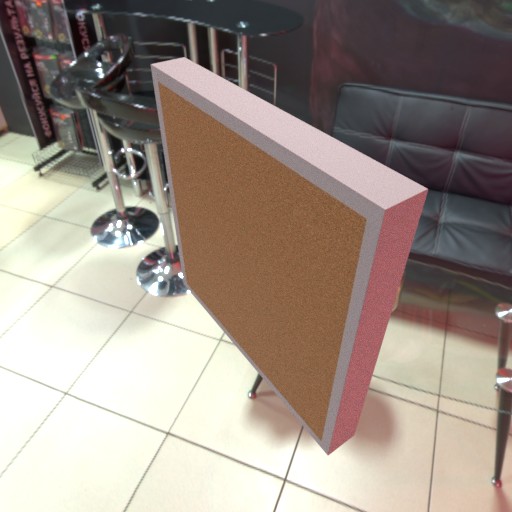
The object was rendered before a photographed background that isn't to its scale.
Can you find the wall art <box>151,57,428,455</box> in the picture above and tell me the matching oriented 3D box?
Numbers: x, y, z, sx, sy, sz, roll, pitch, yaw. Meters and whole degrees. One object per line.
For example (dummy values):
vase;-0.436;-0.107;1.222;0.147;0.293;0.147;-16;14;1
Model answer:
wall art;0.000;0.000;0.452;0.038;0.305;0.305;-25;47;-26
